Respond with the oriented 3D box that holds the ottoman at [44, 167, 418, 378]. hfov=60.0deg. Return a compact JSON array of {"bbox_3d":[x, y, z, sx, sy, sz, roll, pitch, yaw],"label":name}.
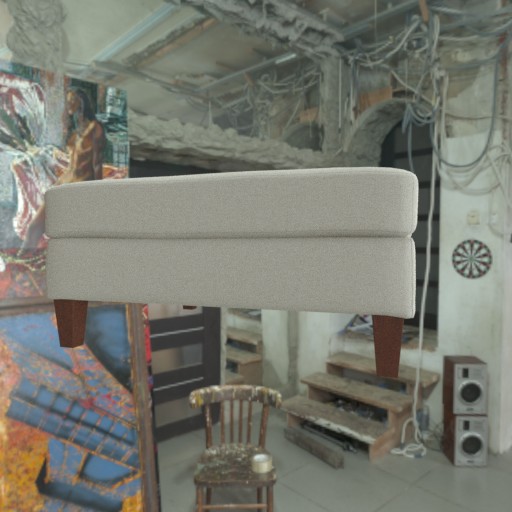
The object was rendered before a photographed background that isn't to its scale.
[{"bbox_3d":[0.000,0.000,1.448,0.976,0.492,0.836,1,2,18],"label":"ottoman"}]
